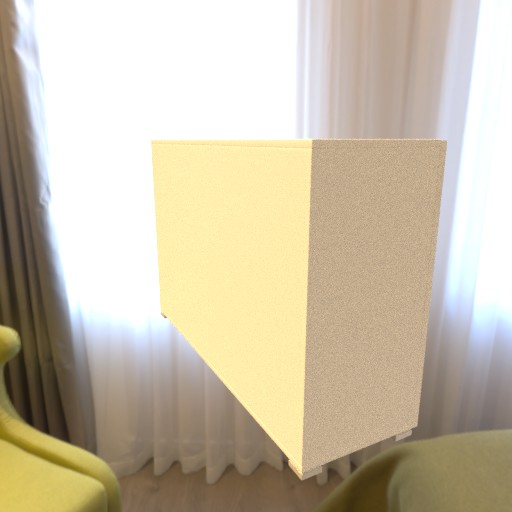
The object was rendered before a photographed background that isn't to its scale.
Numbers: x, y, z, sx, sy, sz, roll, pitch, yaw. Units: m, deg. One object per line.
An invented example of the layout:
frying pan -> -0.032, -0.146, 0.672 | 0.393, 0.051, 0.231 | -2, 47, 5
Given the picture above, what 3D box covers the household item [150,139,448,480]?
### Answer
household item -> 0.000, 0.000, 1.704 | 0.420, 0.867, 1.300 | -8, 17, -27
